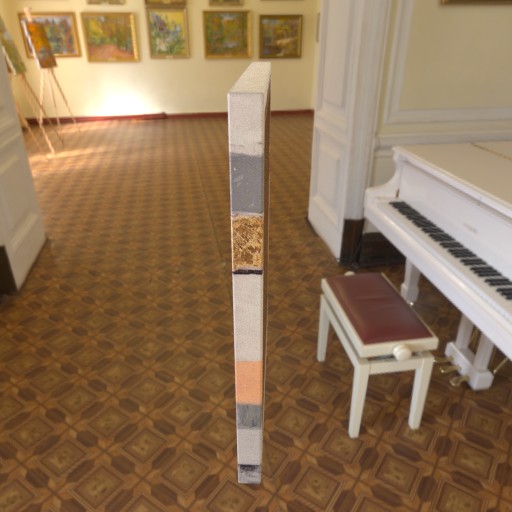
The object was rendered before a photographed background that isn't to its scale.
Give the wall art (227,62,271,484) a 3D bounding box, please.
[{"bbox_3d":[0.000,0.000,0.792,0.038,0.609,0.456,1,27,2],"label":"wall art"}]
